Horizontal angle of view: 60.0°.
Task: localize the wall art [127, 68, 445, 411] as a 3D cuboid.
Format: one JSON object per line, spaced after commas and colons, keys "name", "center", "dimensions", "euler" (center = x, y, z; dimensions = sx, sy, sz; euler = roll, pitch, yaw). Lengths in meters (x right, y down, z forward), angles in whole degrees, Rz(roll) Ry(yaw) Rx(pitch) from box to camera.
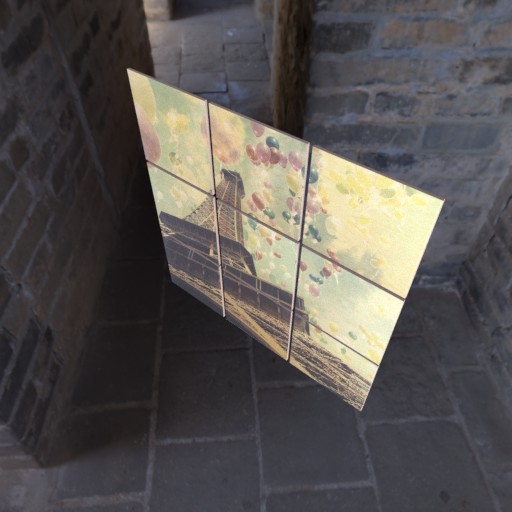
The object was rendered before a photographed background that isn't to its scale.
{"name": "wall art", "center": [0.000, 0.000, 1.822], "dimensions": [1.219, 1.218, 0.013], "euler": [30, 54, 26]}
